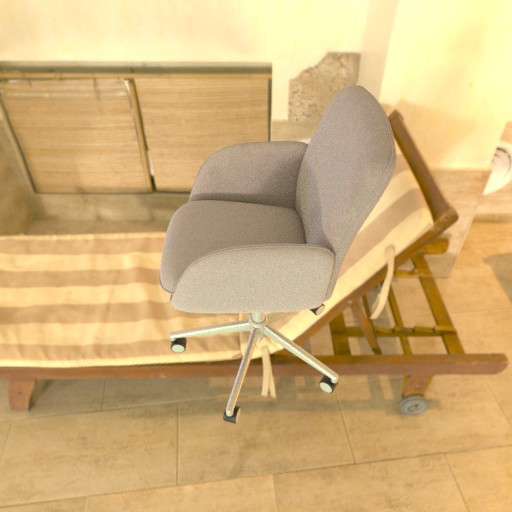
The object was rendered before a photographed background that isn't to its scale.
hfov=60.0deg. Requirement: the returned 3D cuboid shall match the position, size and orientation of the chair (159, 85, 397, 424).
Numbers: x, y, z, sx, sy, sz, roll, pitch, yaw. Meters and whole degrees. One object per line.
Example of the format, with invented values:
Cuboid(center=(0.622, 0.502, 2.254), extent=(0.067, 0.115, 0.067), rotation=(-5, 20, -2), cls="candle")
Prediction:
Cuboid(center=(0.000, 0.000, 1.411), extent=(0.654, 0.959, 0.648), rotation=(-1, 42, -1), cls="chair")
